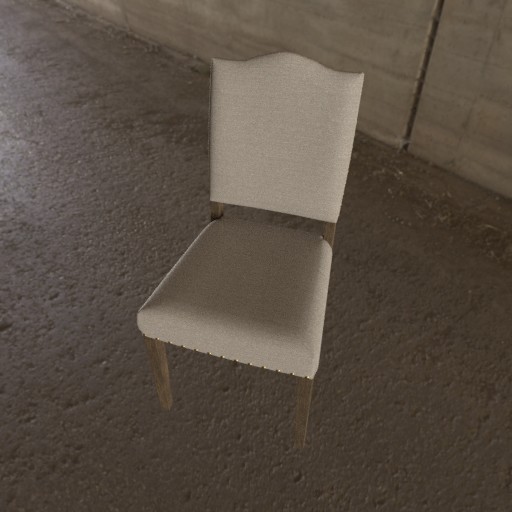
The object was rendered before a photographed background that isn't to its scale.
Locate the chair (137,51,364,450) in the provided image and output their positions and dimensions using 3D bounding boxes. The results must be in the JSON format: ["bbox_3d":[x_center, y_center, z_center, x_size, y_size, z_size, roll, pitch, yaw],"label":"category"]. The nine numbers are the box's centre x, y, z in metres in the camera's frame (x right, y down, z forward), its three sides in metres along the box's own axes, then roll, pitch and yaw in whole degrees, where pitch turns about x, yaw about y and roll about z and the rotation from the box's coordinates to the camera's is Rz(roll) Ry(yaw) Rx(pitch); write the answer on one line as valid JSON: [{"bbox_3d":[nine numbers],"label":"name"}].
[{"bbox_3d":[0.000,0.000,1.346,0.508,1.020,0.620,11,43,13],"label":"chair"}]
